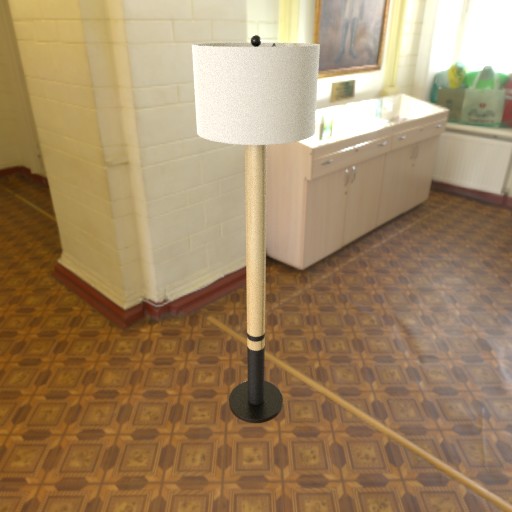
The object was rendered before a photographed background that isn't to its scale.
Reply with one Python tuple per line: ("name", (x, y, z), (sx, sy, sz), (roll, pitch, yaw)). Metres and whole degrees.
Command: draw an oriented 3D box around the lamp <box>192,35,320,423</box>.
("lamp", (0.000, 0.000, 1.657), (0.381, 1.478, 0.381), (0, 27, -1))
